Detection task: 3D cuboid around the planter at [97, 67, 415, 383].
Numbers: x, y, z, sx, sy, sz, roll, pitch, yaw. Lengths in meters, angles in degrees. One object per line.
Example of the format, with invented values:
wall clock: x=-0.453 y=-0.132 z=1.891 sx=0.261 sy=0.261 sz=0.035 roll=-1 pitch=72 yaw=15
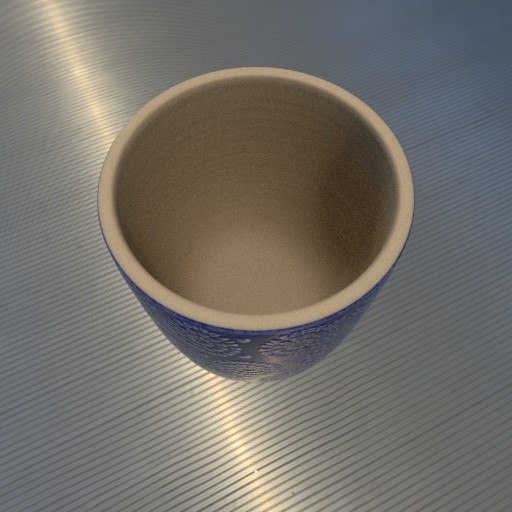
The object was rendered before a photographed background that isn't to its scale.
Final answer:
planter: x=0.000 y=0.000 z=0.346 sx=0.184 sy=0.206 sz=0.184 roll=0 pitch=64 yaw=0
